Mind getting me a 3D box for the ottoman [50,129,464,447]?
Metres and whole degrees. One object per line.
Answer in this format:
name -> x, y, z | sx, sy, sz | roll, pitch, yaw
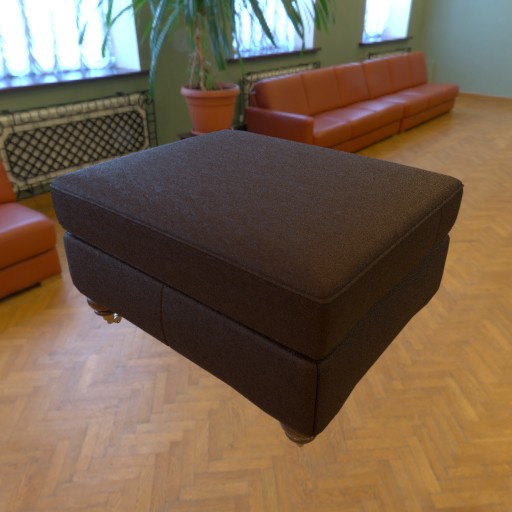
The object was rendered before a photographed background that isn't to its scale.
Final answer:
ottoman -> 0.000, 0.000, 1.743 | 1.187, 0.730, 0.967 | 22, 36, 33
